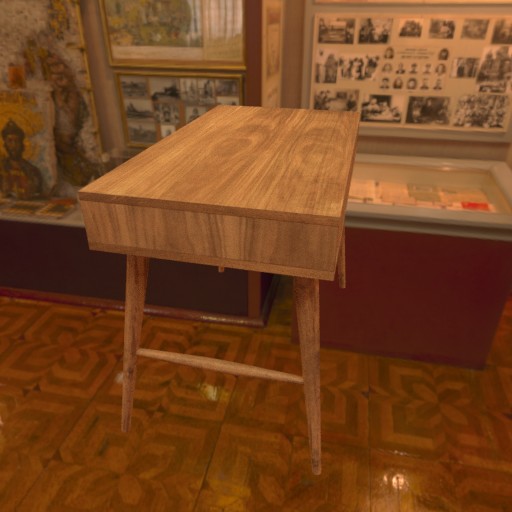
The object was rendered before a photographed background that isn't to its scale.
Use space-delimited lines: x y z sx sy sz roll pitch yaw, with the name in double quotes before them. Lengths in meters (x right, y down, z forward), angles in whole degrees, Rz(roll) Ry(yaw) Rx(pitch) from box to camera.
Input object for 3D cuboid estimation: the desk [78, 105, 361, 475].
"desk" 0.000 0.000 1.455 0.588 0.758 0.949 7 30 12
